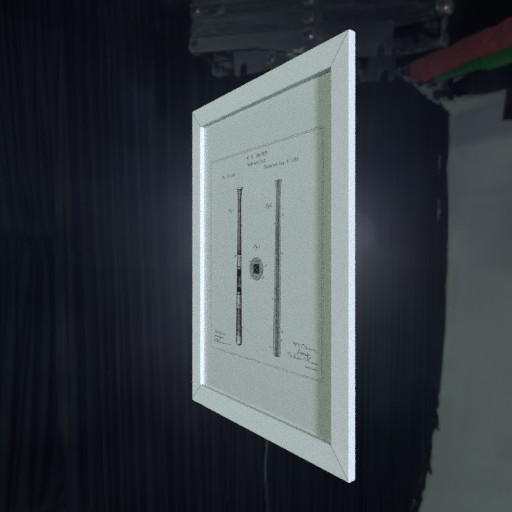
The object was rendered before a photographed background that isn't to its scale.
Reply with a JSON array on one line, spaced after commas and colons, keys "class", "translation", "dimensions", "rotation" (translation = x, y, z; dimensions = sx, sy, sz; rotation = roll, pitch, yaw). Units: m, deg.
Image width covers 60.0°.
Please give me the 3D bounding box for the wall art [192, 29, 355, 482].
[{"class": "wall art", "translation": [0.000, 0.000, 0.668], "dimensions": [0.012, 0.529, 0.374], "rotation": [0, 0, -37]}]
